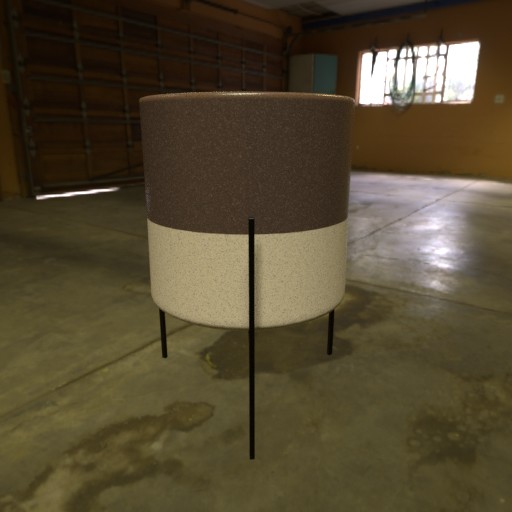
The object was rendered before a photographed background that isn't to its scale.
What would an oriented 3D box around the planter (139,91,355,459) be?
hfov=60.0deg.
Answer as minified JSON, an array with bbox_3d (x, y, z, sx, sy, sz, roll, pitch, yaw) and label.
[{"bbox_3d":[0.000,0.000,0.526,0.250,0.353,0.260,-3,16,-9],"label":"planter"}]
